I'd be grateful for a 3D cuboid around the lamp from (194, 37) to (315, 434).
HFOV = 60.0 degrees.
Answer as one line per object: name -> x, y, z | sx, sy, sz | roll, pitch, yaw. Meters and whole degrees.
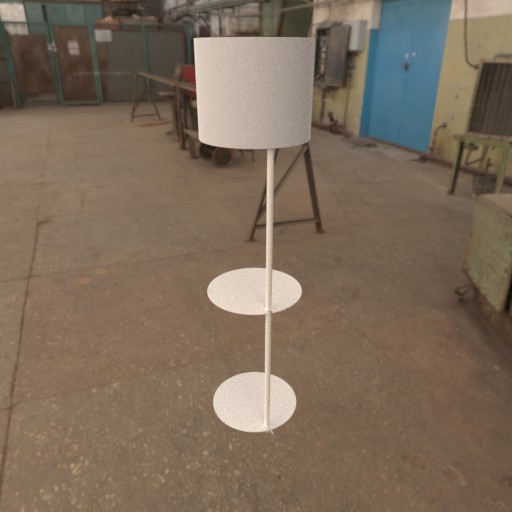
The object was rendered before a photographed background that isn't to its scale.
lamp -> 0.000, 0.000, 1.663 | 0.372, 1.465, 0.405 | -8, 26, -17
